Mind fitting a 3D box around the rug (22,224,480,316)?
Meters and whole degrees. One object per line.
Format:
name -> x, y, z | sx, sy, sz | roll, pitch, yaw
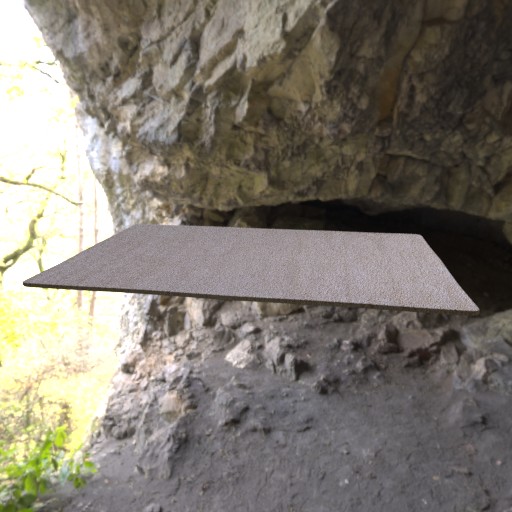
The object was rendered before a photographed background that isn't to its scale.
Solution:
rug -> 0.000, 0.000, 2.928 | 2.349, 0.026, 1.500 | 3, 17, 9
